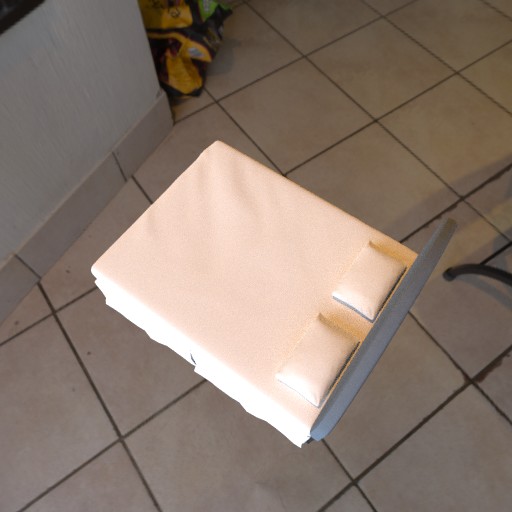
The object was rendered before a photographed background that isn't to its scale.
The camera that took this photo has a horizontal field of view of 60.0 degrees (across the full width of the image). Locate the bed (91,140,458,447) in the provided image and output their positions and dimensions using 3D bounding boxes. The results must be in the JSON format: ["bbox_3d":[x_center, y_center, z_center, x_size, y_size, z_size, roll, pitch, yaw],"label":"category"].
[{"bbox_3d":[0.000,0.000,3.107,2.005,1.410,1.607,33,67,15],"label":"bed"}]
